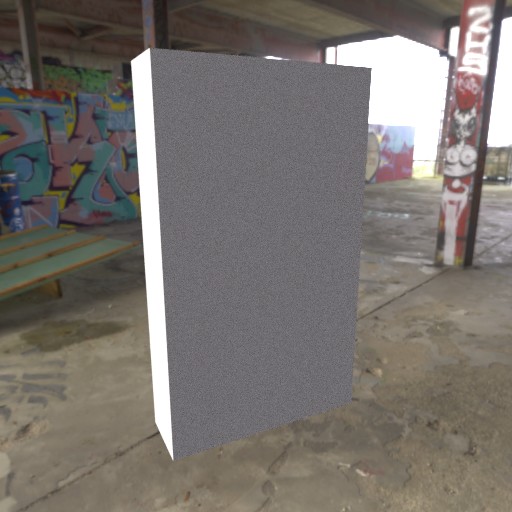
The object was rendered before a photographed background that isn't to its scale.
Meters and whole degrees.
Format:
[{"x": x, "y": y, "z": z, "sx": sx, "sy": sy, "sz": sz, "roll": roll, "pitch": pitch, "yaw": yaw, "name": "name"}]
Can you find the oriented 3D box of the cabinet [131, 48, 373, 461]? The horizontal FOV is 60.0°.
[{"x": 0.000, "y": 0.000, "z": 1.598, "sx": 0.750, "sy": 1.280, "sz": 0.250, "roll": -7, "pitch": 17, "yaw": -26, "name": "cabinet"}]
